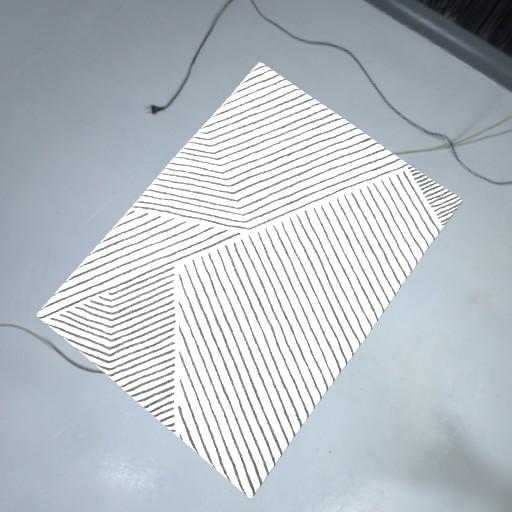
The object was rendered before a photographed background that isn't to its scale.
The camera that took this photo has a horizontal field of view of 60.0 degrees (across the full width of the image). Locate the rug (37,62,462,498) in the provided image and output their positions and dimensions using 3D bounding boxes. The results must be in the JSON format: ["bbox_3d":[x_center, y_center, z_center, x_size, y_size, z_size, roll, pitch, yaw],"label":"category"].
[{"bbox_3d":[0.000,0.000,3.053,1.829,0.028,2.449,37,80,8],"label":"rug"}]
